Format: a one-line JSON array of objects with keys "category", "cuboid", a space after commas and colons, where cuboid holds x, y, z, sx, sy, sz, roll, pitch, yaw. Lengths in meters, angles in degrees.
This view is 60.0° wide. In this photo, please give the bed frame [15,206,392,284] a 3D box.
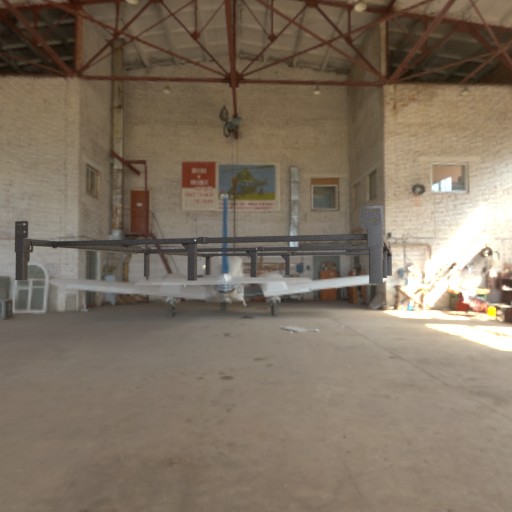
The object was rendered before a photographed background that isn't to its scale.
[{"category": "bed frame", "cuboid": [0.000, 0.000, 2.580, 1.498, 0.248, 1.990, -1, -2, 18]}]
